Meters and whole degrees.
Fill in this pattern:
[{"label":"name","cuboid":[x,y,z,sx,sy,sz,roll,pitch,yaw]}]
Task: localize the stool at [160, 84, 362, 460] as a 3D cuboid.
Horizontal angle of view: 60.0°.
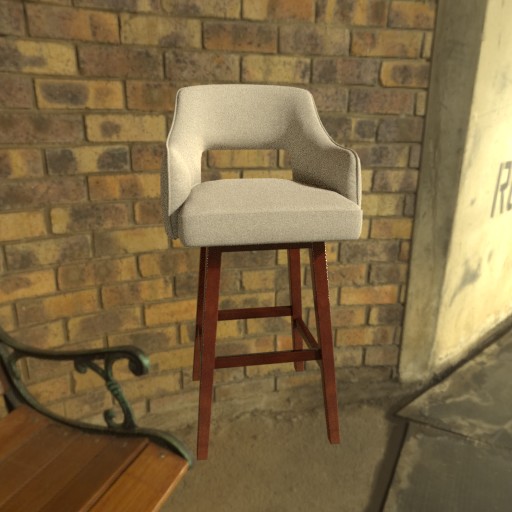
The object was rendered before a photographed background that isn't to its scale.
[{"label":"stool","cuboid":[0.000,0.000,1.380,0.550,1.041,0.560,-3,17,-9]}]
